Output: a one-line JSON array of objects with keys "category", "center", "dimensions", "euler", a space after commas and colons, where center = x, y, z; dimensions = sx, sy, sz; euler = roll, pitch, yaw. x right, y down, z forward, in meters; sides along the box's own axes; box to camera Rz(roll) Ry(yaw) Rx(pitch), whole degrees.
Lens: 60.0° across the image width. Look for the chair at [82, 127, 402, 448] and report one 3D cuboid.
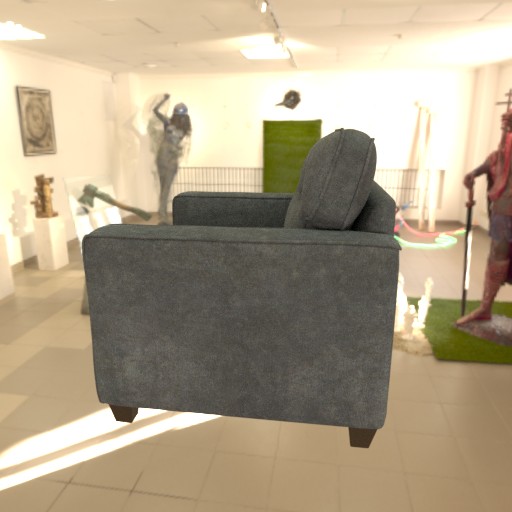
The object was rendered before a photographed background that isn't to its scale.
[{"category": "chair", "center": [0.000, 0.000, 1.747], "dimensions": [0.939, 0.965, 1.015], "euler": [2, 16, 8]}]
